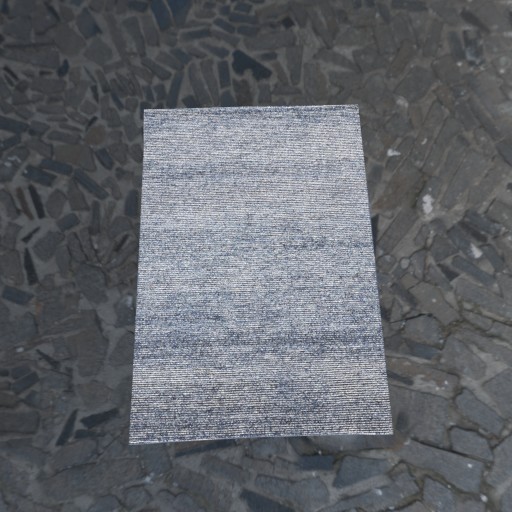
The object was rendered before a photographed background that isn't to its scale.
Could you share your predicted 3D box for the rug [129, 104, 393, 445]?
[{"bbox_3d":[0.000,0.000,3.029,1.624,0.030,2.349,-2,74,0],"label":"rug"}]
